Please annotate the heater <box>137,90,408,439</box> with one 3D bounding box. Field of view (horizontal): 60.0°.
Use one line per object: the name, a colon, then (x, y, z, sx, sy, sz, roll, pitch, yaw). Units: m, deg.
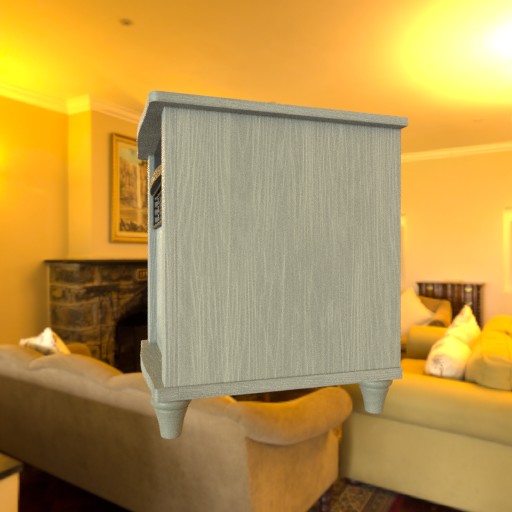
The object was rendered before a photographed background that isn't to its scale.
heater: (0.000, 0.000, 0.775, 0.400, 0.481, 0.362, 0, 0, -17)
